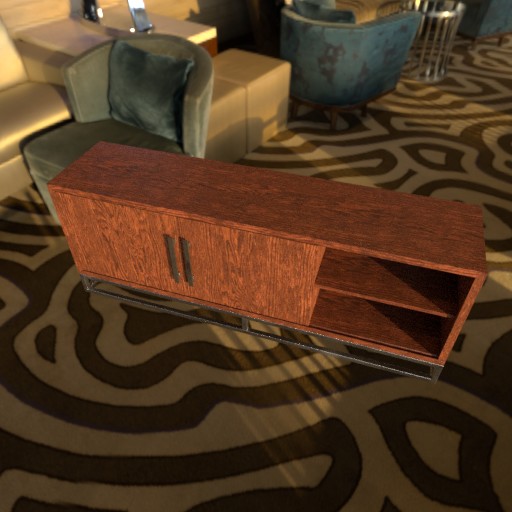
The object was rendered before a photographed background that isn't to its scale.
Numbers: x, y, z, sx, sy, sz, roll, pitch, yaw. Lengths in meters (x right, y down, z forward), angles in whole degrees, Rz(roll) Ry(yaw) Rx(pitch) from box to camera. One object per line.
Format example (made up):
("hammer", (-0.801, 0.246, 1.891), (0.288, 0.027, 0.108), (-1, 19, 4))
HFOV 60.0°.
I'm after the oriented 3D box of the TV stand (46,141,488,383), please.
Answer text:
("TV stand", (0.000, 0.000, 1.787), (1.541, 0.578, 0.382), (12, 43, 14))
